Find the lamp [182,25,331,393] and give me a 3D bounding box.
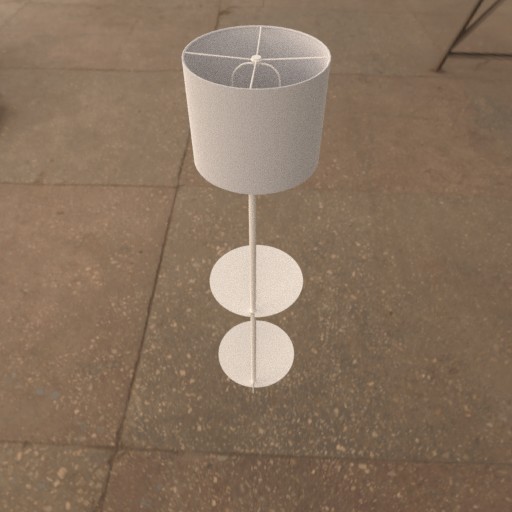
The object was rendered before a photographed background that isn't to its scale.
[{"bbox_3d":[0.000,0.000,1.638,0.372,1.465,0.405,3,47,3],"label":"lamp"}]
